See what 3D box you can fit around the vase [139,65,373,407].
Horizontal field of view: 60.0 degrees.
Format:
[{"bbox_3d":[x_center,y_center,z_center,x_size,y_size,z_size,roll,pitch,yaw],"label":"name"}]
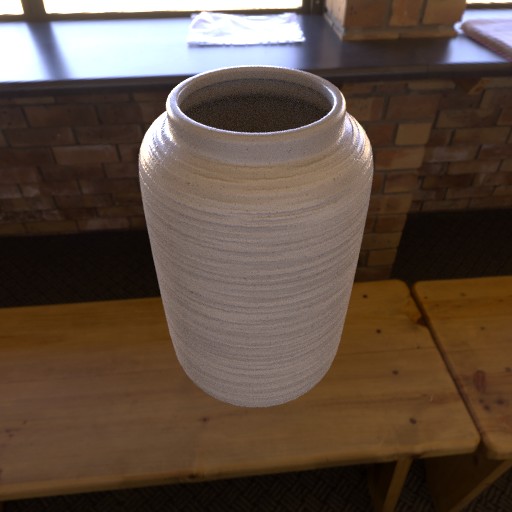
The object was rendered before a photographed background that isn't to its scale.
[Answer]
[{"bbox_3d":[0.000,0.000,0.456,0.202,0.335,0.202,0,42,0],"label":"vase"}]
